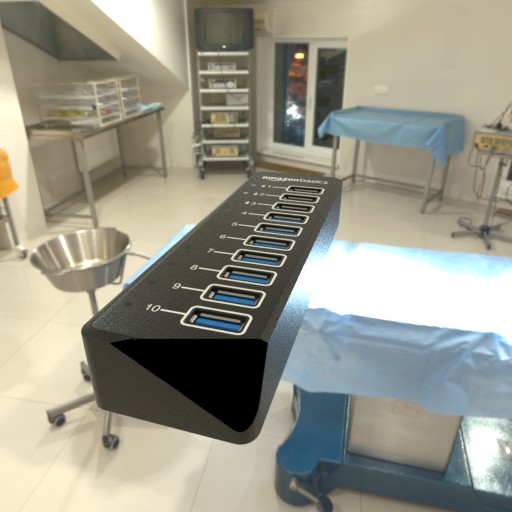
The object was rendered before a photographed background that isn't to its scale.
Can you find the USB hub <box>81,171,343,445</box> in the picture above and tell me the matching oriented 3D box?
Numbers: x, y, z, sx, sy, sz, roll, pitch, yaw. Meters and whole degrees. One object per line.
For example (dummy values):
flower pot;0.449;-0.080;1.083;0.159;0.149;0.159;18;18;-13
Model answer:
USB hub;0.000;0.000;0.163;0.044;0.023;0.145;8;27;15
